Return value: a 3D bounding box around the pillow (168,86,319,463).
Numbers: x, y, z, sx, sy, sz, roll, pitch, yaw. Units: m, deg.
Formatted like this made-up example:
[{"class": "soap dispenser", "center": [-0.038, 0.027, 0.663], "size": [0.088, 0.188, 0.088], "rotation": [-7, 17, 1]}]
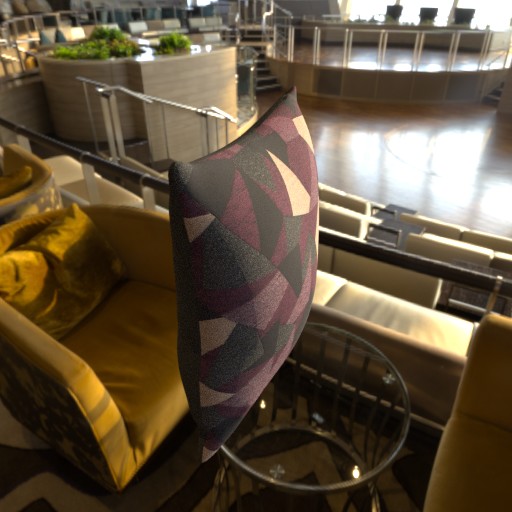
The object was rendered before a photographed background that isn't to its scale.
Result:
[{"class": "pillow", "center": [0.000, 0.000, 0.780], "size": [0.208, 0.496, 0.503], "rotation": [10, 33, 17]}]
